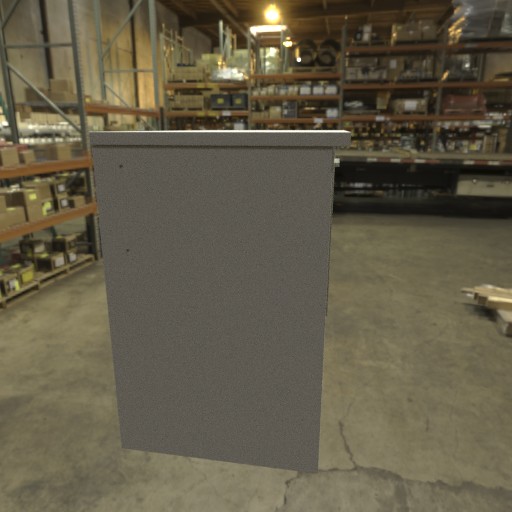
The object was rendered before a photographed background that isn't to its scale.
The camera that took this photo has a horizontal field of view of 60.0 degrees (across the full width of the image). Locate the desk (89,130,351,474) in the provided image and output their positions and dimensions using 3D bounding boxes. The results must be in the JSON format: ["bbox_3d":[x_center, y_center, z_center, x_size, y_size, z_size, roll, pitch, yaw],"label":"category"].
[{"bbox_3d":[0.000,0.000,1.342,0.498,0.729,0.900,3,16,10],"label":"desk"}]
